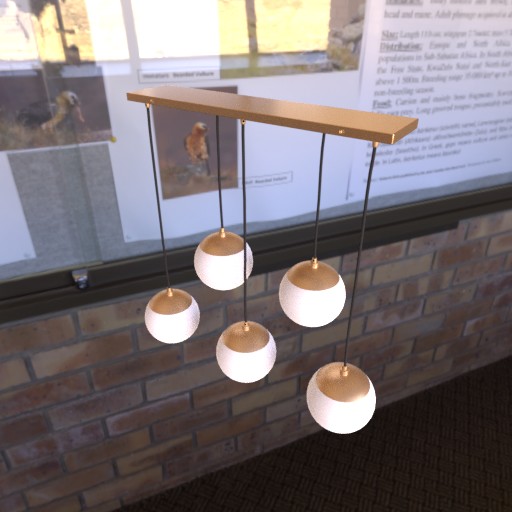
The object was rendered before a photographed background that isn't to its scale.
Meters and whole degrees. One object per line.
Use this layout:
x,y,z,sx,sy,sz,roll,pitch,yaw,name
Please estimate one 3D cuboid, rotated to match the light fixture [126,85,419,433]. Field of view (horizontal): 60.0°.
0.000,0.000,1.315,0.863,0.869,0.299,19,35,29,light fixture
